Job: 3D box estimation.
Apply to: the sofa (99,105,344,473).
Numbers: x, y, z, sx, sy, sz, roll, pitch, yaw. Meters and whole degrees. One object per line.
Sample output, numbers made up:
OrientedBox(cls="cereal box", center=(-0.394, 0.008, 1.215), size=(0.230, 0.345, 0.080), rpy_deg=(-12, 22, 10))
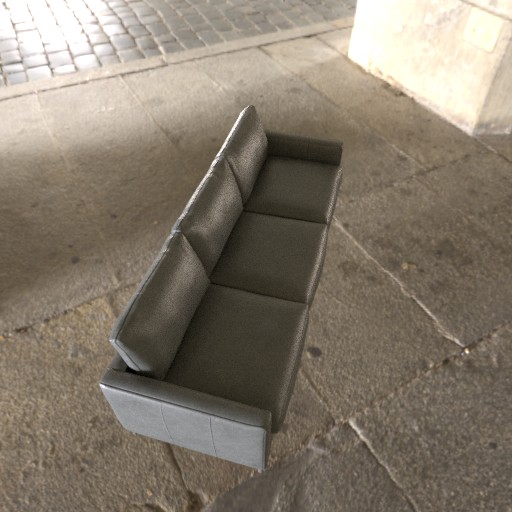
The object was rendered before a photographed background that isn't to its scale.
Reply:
OrientedBox(cls="sofa", center=(0.000, 0.000, 2.466), size=(0.748, 0.805, 2.029), rpy_deg=(12, 48, 11))
